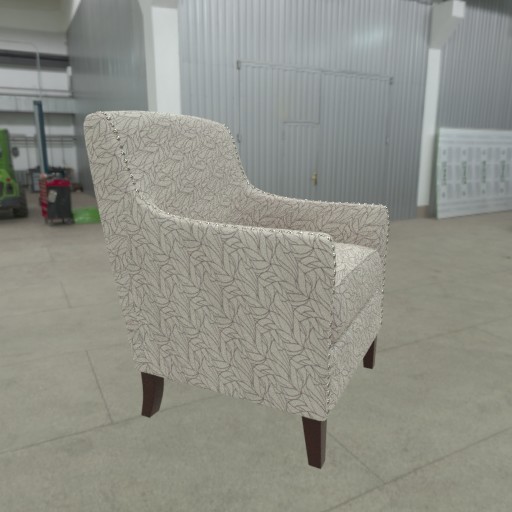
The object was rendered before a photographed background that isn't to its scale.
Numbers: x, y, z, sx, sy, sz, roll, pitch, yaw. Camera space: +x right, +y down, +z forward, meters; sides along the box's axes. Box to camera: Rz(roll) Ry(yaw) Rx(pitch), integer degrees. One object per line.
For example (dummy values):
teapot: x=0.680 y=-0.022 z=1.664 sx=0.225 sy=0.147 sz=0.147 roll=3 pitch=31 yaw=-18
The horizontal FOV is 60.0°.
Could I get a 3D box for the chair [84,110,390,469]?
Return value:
chair: x=0.000 y=0.000 z=1.298 sx=0.651 sy=0.816 sz=0.623 roll=7 pitch=15 yaw=26
